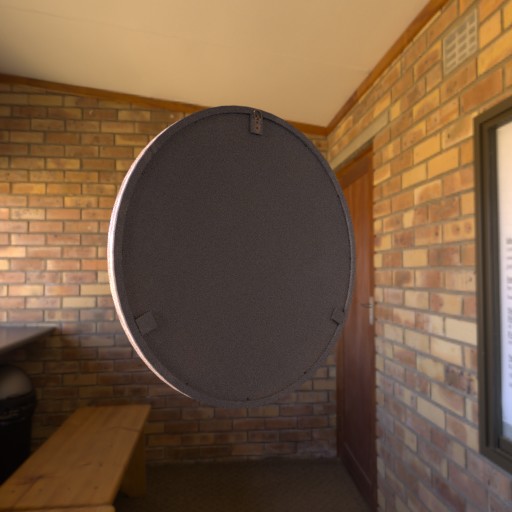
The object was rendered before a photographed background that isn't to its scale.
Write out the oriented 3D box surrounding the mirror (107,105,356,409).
[{"bbox_3d":[0.000,0.000,1.072,0.710,0.710,0.038,2,-3,-38],"label":"mirror"}]
